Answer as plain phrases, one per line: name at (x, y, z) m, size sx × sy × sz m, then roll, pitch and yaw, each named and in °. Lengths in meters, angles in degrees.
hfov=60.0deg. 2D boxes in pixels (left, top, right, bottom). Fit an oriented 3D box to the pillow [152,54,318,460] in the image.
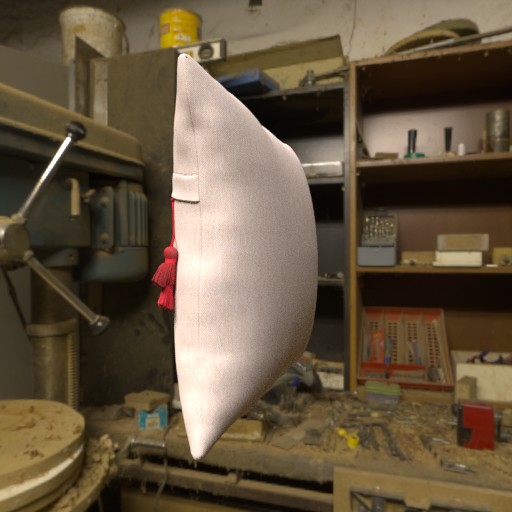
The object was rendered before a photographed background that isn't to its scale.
pillow at (0.000, 0.000, 0.676) m, size 0.173 × 0.436 × 0.433 m, roll 0°, pitch 0°, yaw 19°
